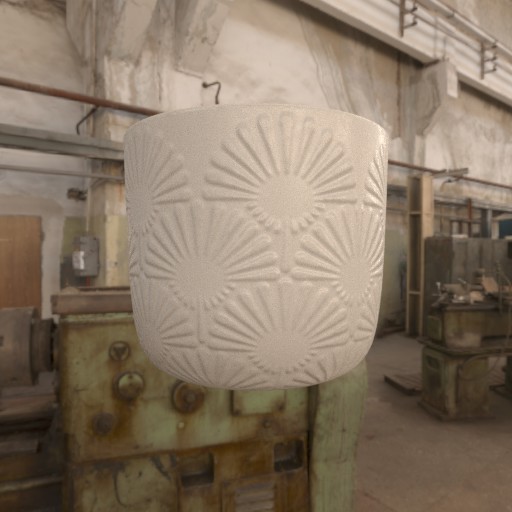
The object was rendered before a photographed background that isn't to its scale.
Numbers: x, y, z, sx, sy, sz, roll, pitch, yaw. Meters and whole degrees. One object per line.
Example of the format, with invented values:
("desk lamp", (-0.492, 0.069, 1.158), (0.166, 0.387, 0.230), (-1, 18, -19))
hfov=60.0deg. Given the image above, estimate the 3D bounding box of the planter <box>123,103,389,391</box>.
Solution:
("planter", (0.000, 0.000, 0.217), (0.124, 0.109, 0.124), (0, 1, 0))
